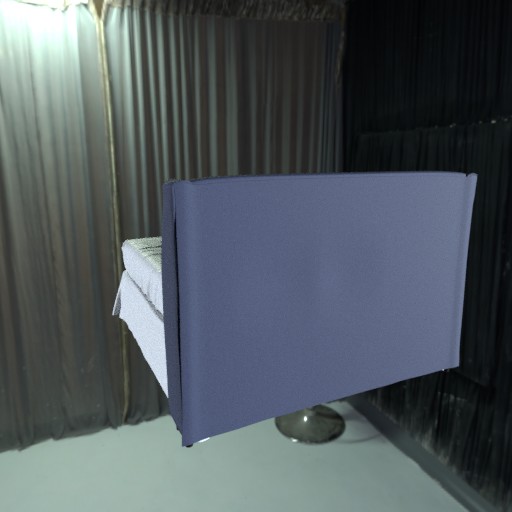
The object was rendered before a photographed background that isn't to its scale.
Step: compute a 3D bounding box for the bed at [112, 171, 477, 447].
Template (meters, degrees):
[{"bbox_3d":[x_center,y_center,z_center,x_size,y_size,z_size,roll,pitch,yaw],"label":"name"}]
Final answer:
[{"bbox_3d":[0.000,0.000,3.399,1.925,1.332,2.276,-6,14,-25],"label":"bed"}]
